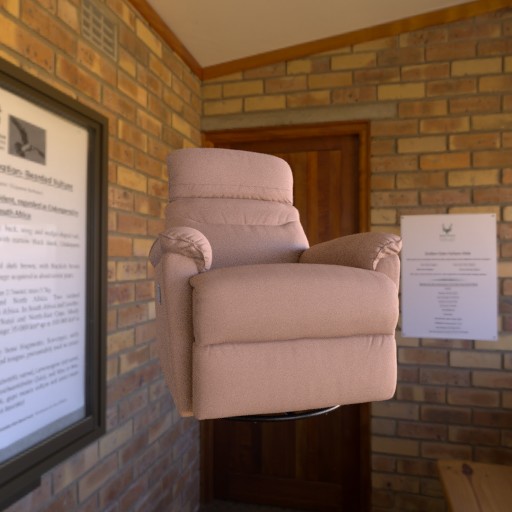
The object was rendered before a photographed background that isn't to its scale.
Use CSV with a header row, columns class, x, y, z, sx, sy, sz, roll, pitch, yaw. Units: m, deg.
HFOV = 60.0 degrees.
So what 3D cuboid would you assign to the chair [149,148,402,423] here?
class,x,y,z,sx,sy,sz,roll,pitch,yaw
chair,0.000,0.000,1.744,0.820,1.037,1.004,0,-1,-18
